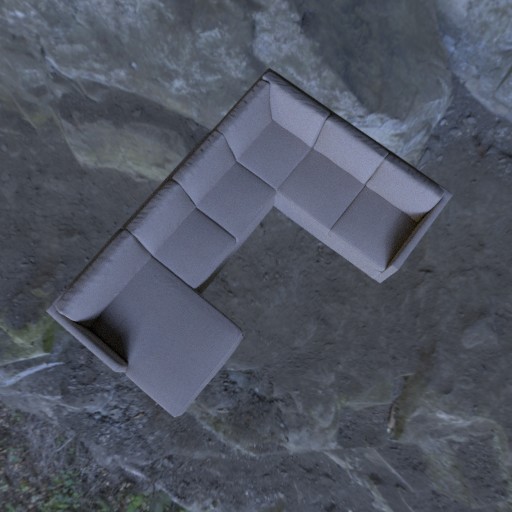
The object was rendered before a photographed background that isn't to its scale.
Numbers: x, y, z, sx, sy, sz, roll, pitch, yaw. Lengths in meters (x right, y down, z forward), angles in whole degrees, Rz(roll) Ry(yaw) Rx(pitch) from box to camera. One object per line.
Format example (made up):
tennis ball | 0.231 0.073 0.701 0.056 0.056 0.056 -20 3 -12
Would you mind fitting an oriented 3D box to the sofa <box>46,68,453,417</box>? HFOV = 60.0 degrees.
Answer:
sofa | 0.000 0.000 4.643 2.476 0.878 3.528 38 79 9
